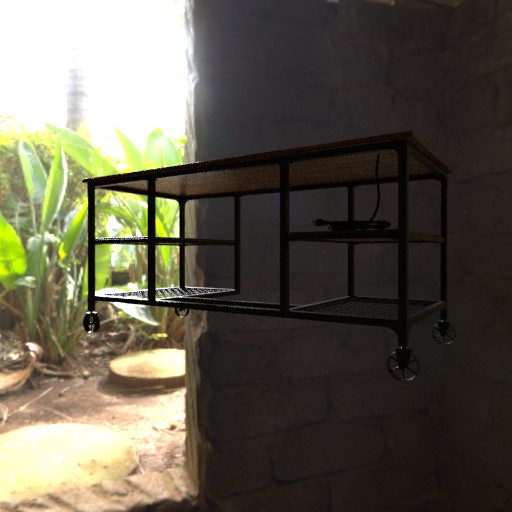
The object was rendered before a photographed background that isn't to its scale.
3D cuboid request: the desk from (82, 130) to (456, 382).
[{"bbox_3d":[0.000,0.000,2.031,1.590,0.751,0.711,0,0,33],"label":"desk"}]
